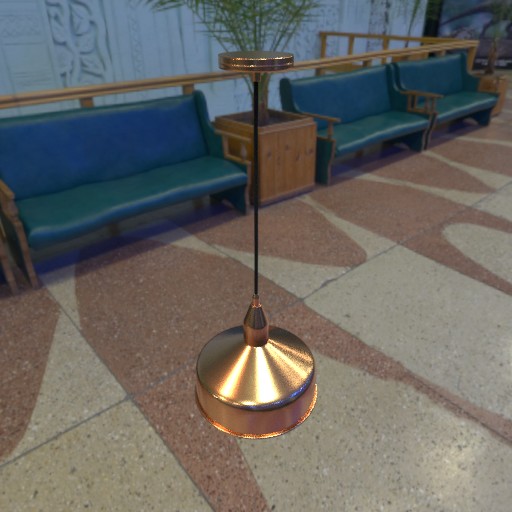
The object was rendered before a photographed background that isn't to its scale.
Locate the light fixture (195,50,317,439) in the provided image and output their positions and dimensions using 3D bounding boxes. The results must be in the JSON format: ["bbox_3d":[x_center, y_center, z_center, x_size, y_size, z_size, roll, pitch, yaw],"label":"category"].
[{"bbox_3d":[0.000,0.000,0.906,0.301,0.754,0.301,-22,37,-33],"label":"light fixture"}]
